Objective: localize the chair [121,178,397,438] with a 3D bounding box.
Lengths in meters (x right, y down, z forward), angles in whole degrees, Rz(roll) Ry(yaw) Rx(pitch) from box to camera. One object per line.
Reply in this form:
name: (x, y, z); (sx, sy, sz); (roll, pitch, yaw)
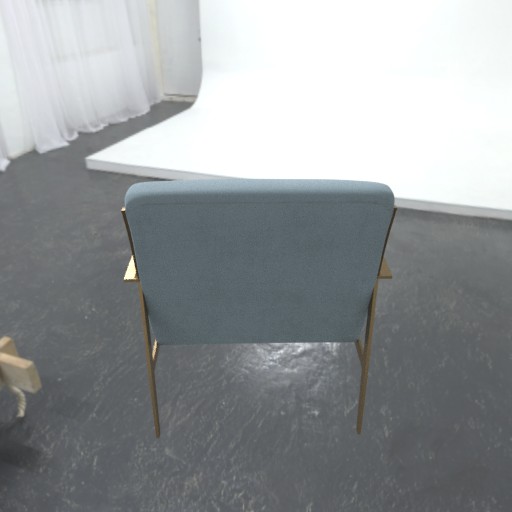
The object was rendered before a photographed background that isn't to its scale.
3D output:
chair: (0.000, 0.000, 1.511); (0.701, 0.824, 0.842); (-1, 30, -1)
